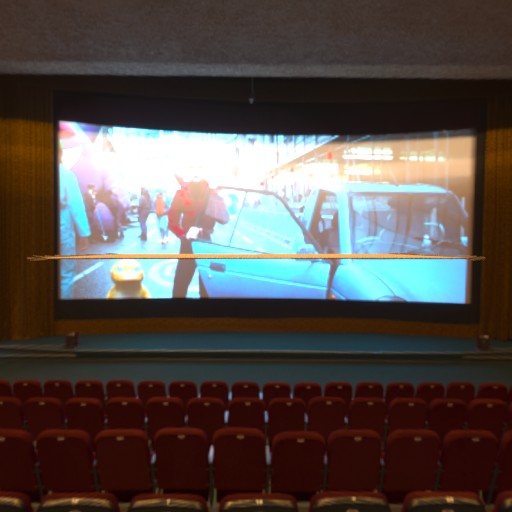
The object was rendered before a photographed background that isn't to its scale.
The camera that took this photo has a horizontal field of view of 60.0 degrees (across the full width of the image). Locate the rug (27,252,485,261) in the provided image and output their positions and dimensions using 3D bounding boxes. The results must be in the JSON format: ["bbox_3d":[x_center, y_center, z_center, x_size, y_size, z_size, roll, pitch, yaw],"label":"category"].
[{"bbox_3d":[0.000,0.000,2.532,2.021,0.027,1.224,0,1,-1],"label":"rug"}]
